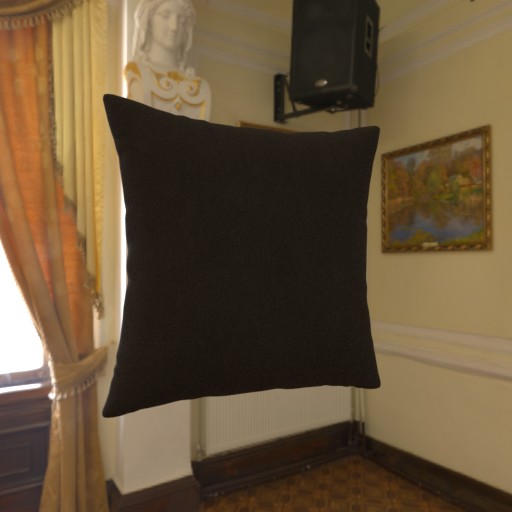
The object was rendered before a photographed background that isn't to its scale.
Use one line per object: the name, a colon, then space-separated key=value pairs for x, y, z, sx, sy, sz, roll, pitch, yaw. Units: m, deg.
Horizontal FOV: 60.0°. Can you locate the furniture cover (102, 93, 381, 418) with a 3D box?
furniture cover: x=0.000 y=0.000 z=0.778 sx=0.511 sy=0.509 sz=0.161 roll=0 pitch=-1 yaw=-19
